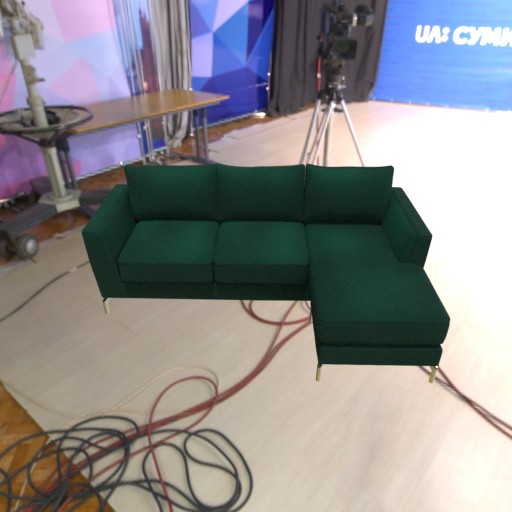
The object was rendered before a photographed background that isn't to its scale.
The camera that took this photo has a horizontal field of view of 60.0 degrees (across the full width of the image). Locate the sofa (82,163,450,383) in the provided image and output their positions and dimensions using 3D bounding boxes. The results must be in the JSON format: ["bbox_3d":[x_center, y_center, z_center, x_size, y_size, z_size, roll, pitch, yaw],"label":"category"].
[{"bbox_3d":[0.000,0.000,3.263,2.441,1.007,1.489,1,32,1],"label":"sofa"}]
